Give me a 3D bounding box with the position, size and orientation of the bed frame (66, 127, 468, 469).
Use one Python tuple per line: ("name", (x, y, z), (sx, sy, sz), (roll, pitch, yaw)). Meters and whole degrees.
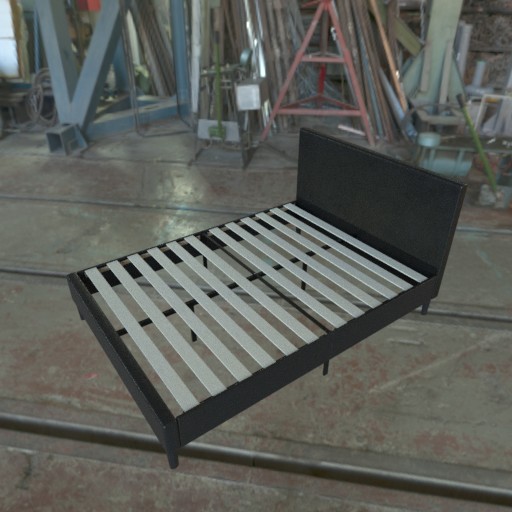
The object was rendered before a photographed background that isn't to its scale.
("bed frame", (0.000, 0.000, 3.232), (2.318, 1.127, 1.634), (-21, 38, -30))
